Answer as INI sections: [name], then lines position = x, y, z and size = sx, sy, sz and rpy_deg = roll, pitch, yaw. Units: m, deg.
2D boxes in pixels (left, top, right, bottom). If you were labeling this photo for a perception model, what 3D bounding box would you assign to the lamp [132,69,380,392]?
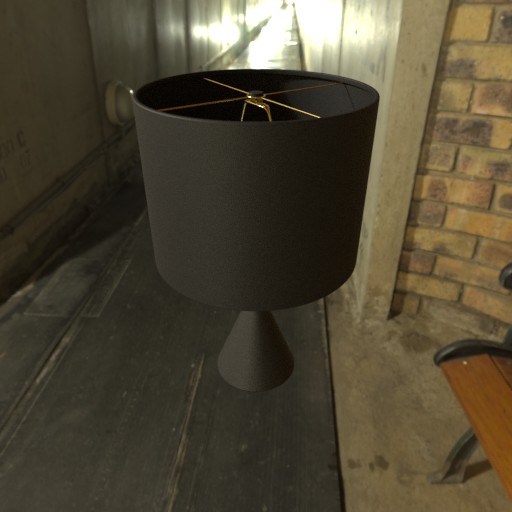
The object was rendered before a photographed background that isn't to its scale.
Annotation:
[lamp]
position = 0.000, 0.000, 0.813
size = 0.359, 0.584, 0.359
rpy_deg = -19, 37, -28
